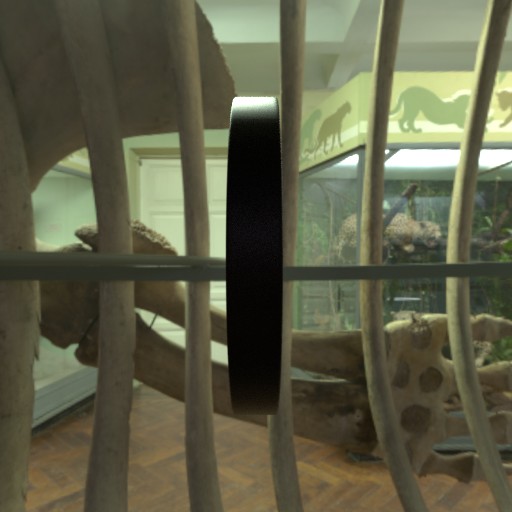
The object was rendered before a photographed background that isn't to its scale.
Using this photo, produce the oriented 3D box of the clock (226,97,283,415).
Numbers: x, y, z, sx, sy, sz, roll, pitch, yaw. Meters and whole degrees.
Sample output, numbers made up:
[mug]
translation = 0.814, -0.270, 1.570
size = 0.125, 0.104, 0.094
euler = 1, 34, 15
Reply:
[clock]
translation = 0.000, 0.000, 0.464
size = 0.040, 0.314, 0.314
euler = 0, 1, 0
